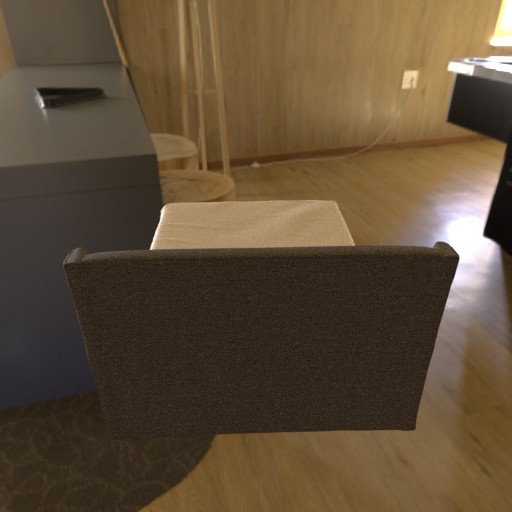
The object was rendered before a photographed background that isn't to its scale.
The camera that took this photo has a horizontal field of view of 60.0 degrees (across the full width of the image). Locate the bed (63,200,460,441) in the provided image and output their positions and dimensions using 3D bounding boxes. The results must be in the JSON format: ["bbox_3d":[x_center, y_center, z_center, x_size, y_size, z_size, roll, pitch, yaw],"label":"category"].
[{"bbox_3d":[0.000,0.000,3.394,1.925,1.332,2.276,-1,31,-2],"label":"bed"}]
